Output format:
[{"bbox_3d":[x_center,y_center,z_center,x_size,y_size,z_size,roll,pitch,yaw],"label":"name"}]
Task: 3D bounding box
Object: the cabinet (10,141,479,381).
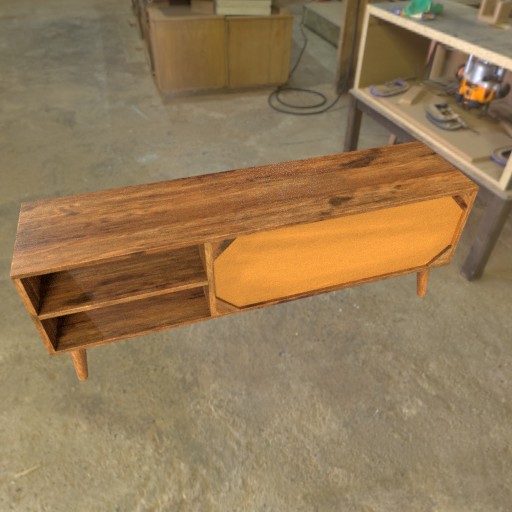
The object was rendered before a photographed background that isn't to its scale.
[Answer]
[{"bbox_3d":[0.000,0.000,1.614,1.448,0.528,0.349,-11,43,-13],"label":"cabinet"}]
